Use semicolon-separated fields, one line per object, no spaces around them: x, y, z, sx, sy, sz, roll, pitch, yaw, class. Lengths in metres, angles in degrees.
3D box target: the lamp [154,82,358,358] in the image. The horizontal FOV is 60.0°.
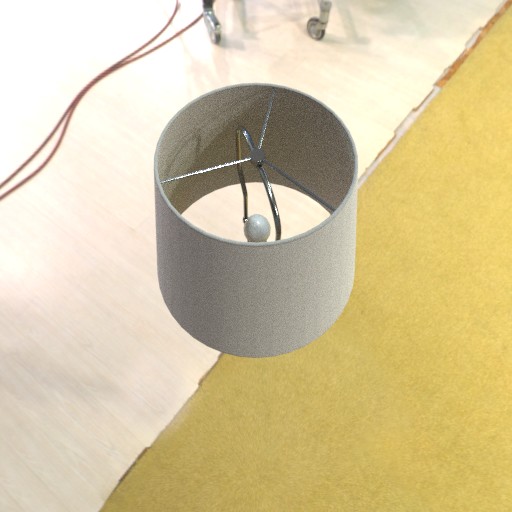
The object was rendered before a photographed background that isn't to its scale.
0.000;0.000;0.564;0.254;0.392;0.254;0;63;0;lamp
